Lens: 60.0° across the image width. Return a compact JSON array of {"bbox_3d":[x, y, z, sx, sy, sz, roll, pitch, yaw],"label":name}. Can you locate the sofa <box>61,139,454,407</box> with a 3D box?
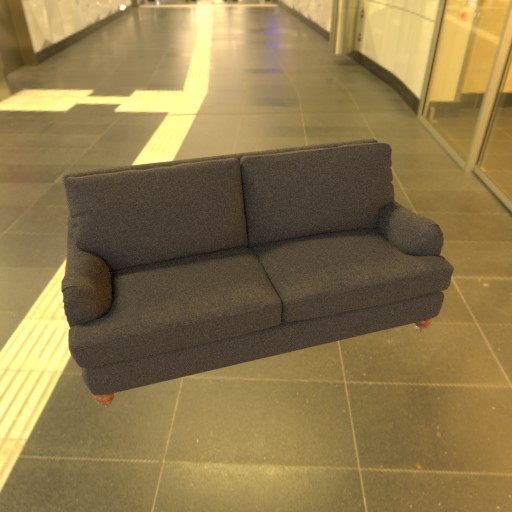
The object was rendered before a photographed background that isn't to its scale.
[{"bbox_3d":[0.000,0.000,2.721,2.160,1.054,1.087,-10,35,-14],"label":"sofa"}]
